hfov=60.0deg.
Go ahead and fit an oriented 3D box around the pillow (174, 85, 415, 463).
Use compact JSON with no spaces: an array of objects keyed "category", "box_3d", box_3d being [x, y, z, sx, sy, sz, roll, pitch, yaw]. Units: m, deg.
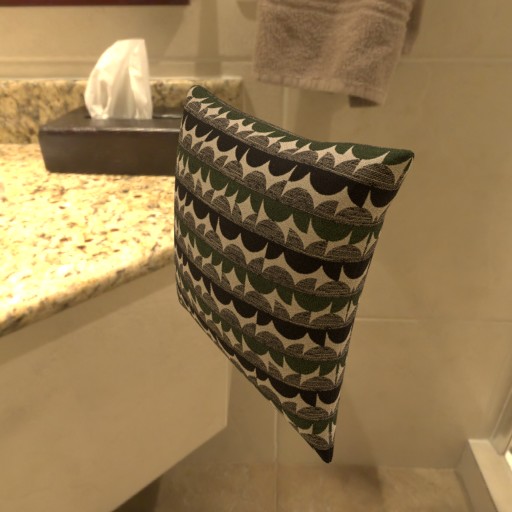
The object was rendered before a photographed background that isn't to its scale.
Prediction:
[{"category":"pillow","box_3d":[0.000,0.000,0.633,0.180,0.404,0.419,-20,36,-30]}]
